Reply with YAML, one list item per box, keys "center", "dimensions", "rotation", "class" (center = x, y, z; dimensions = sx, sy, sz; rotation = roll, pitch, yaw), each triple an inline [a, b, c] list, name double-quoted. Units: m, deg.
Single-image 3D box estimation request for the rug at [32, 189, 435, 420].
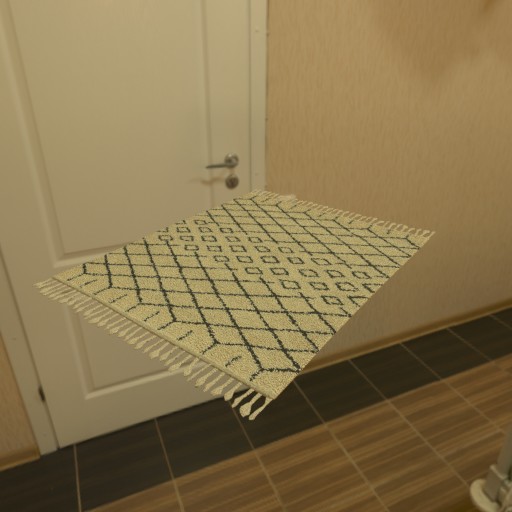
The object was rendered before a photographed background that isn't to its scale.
- center: [0.000, 0.000, 4.235]
  dimensions: [2.388, 0.030, 3.213]
  rotation: [19, 33, 32]
  class: "rug"
